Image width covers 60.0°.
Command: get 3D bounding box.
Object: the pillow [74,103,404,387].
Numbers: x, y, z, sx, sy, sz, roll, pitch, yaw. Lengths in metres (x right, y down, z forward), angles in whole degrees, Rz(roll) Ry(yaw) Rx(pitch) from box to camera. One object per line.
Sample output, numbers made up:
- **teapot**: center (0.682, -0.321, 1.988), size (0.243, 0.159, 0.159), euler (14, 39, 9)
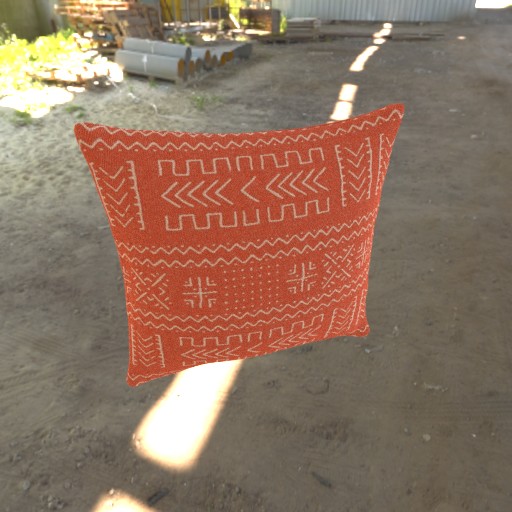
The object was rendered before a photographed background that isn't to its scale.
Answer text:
- **pillow**: center (0.000, 0.000, 0.668), size (0.438, 0.429, 0.164), euler (-9, 32, -14)
